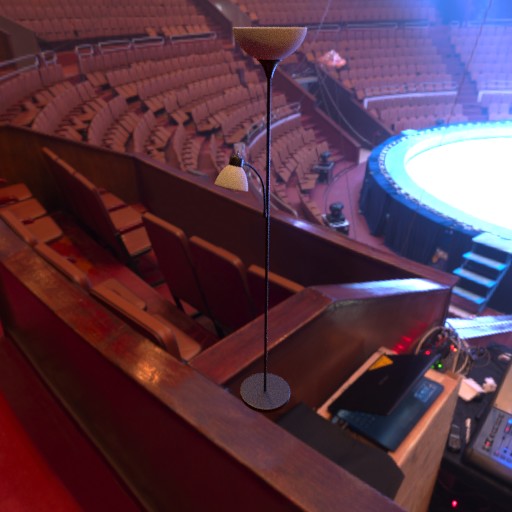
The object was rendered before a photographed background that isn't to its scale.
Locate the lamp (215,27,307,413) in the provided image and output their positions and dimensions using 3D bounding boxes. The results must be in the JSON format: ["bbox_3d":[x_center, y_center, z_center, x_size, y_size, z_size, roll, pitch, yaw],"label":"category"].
[{"bbox_3d":[0.000,0.000,1.972,0.279,1.804,0.442,19,33,31],"label":"lamp"}]
